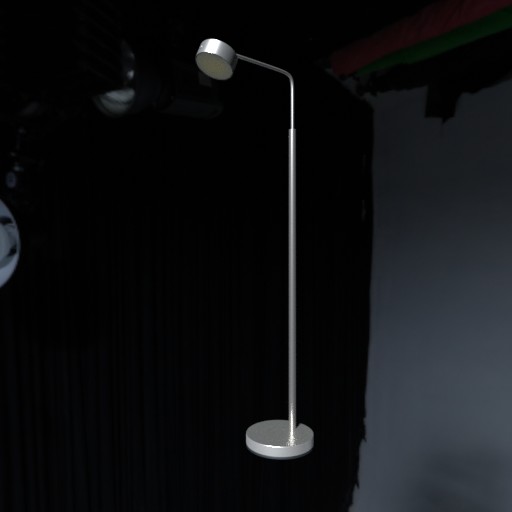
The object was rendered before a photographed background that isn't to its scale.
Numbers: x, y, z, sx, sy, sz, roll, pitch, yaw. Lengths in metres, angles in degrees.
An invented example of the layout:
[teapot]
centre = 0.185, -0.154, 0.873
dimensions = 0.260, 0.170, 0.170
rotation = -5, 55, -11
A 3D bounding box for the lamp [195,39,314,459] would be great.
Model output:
[lamp]
centre = 0.000, 0.000, 1.408
dimensions = 0.421, 1.250, 0.222
rotation = 0, 0, -37
